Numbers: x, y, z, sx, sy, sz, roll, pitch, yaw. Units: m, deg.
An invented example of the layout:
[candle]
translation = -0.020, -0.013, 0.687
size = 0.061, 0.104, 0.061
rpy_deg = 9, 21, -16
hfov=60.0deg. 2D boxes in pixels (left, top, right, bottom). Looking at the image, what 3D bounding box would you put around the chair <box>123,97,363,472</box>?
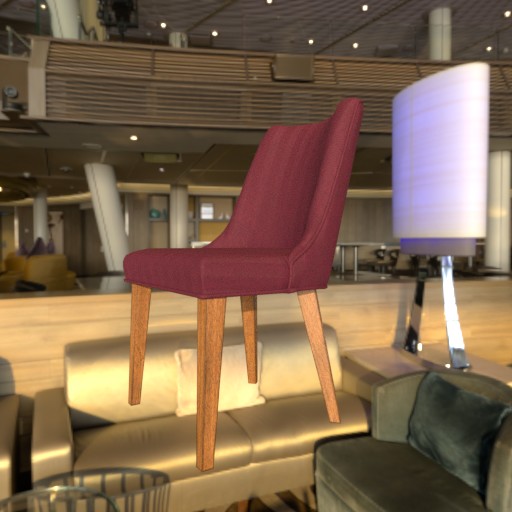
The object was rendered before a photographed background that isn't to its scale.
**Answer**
[chair]
translation = 0.000, 0.000, 1.327
size = 0.638, 0.916, 0.548
rpy_deg = -1, 2, -34
